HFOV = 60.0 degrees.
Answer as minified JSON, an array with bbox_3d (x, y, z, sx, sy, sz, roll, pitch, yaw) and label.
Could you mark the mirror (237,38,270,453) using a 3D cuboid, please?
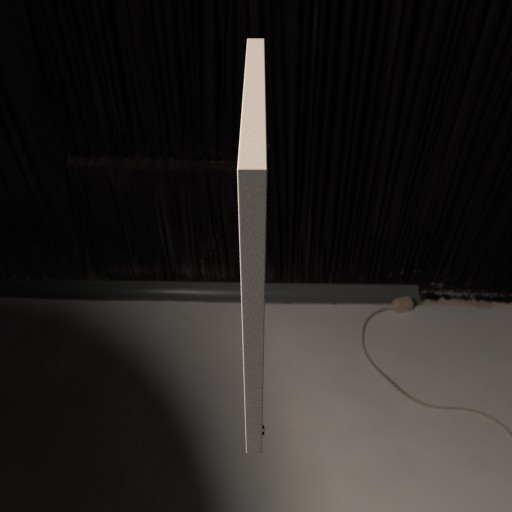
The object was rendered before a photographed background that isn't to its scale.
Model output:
[{"bbox_3d":[0.000,0.000,0.929,0.039,0.710,0.507,0,41,0],"label":"mirror"}]
